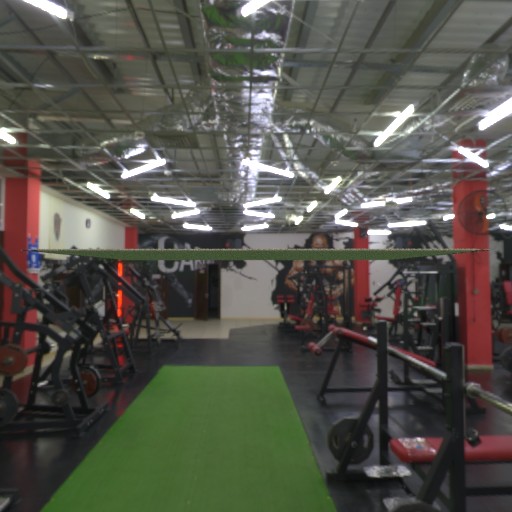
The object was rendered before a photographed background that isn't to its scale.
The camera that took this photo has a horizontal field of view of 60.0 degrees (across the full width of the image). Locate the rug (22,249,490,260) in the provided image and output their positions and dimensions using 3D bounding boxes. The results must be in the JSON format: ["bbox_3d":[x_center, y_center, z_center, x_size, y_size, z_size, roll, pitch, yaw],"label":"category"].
[{"bbox_3d":[0.000,0.000,2.309,1.802,0.008,1.247,0,-2,1],"label":"rug"}]
